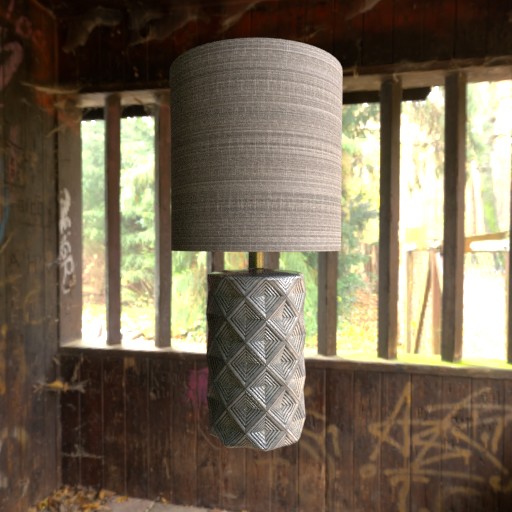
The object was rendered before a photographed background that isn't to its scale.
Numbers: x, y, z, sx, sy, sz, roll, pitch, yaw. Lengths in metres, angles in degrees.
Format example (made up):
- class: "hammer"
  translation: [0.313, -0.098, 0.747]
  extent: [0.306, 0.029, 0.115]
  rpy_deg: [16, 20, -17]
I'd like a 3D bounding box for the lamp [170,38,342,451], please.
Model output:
- class: "lamp"
  translation: [0.000, 0.000, 0.709]
  extent: [0.269, 0.566, 0.268]
  rpy_deg: [0, 2, -17]
